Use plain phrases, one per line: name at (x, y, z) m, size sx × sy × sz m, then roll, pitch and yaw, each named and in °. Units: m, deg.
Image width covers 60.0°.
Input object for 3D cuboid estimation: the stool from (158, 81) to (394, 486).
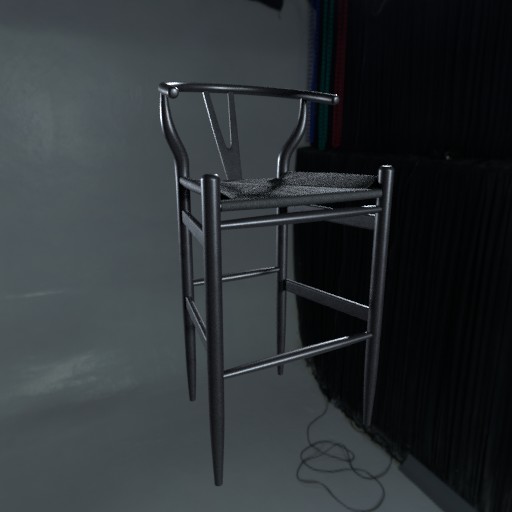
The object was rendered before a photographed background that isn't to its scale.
stool at (0.000, 0.000, 1.401) m, size 0.569 × 1.072 × 0.579 m, roll -8°, pitch 17°, yaw -28°
